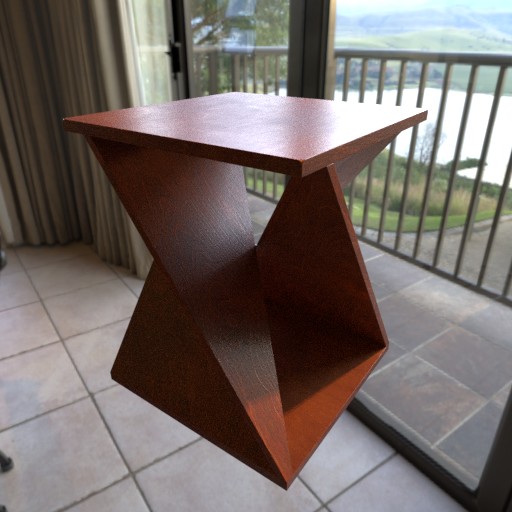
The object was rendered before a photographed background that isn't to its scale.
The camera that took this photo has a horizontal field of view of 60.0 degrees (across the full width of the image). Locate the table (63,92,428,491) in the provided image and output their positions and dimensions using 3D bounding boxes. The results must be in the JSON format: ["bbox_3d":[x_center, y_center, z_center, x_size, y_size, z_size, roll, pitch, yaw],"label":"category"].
[{"bbox_3d":[0.000,0.000,0.840,0.427,0.520,0.427,18,32,32],"label":"table"}]
